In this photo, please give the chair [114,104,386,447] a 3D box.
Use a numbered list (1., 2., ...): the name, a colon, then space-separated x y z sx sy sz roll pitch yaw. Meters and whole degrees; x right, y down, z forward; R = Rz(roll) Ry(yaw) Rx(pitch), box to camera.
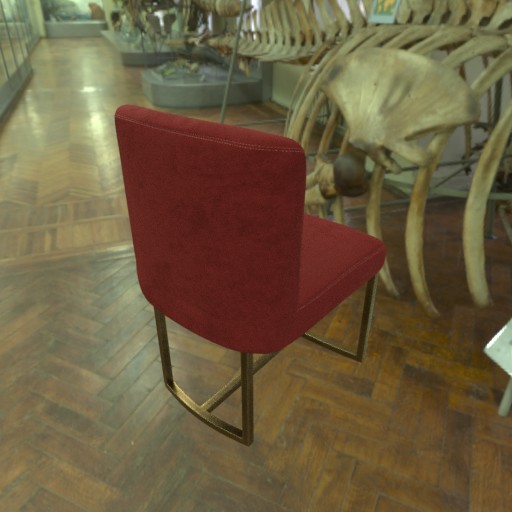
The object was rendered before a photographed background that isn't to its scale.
1. chair: 0.000 0.000 1.206 0.530 0.824 0.560 22 37 34
